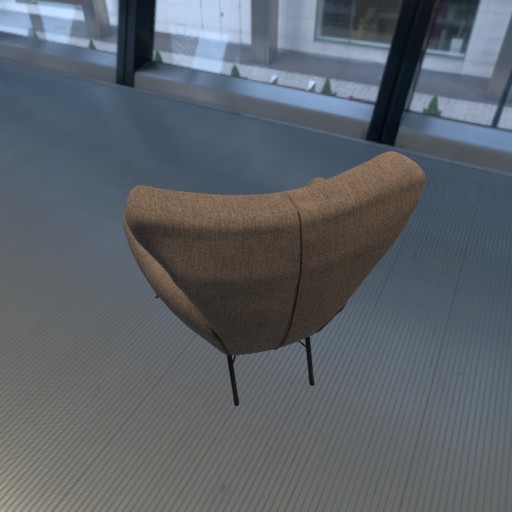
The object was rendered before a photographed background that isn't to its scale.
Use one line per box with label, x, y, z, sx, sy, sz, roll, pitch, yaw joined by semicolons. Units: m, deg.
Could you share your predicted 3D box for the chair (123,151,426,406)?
chair;0.000;0.000;1.787;0.980;1.040;0.900;-12;41;-14
